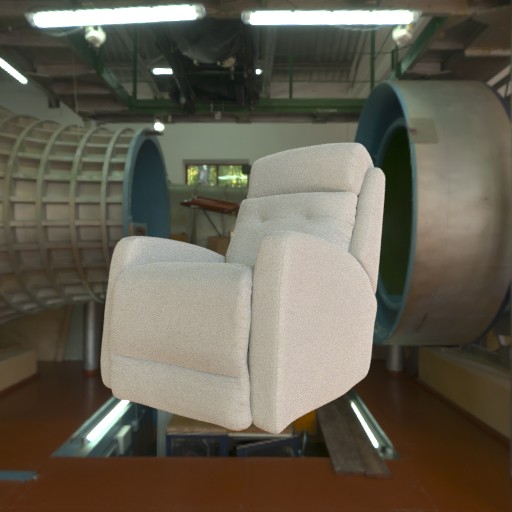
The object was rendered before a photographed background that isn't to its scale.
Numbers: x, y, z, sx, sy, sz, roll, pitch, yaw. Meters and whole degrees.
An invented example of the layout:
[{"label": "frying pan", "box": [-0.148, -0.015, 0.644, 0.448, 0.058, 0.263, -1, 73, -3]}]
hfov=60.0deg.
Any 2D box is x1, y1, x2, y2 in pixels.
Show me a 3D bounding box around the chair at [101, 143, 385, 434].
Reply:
[{"label": "chair", "box": [0.000, 0.000, 1.761, 0.798, 1.013, 1.043, 0, 0, 35]}]
